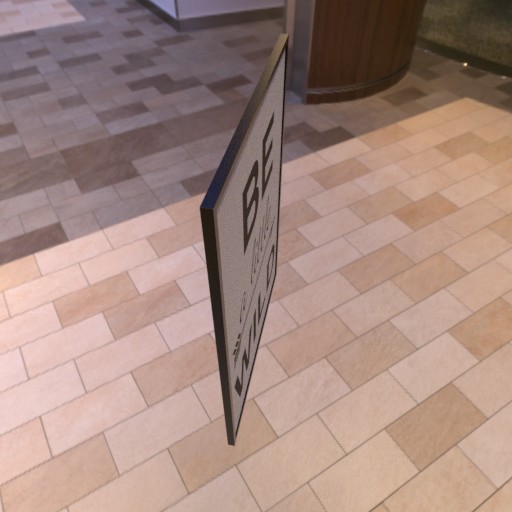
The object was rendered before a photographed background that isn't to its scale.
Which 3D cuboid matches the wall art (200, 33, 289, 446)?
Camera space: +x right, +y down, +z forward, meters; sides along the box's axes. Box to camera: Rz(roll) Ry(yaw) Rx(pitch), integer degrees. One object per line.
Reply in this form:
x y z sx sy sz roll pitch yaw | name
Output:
0.000 0.000 0.775 0.013 0.582 0.442 9 47 8 | wall art
